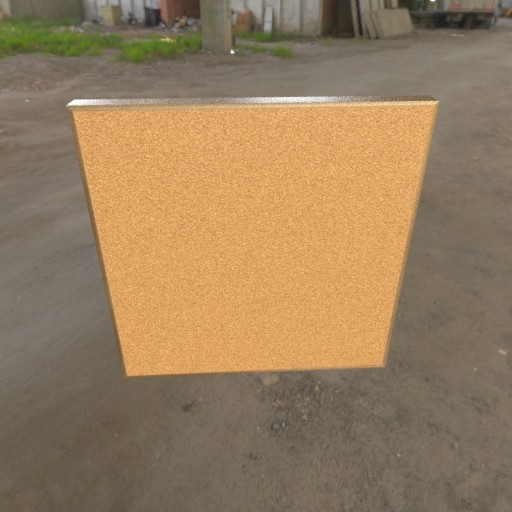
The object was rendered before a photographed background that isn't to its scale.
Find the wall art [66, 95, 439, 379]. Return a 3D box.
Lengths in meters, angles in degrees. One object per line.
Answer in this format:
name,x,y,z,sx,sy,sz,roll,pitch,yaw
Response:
wall art,0.000,0.000,0.755,0.513,0.511,0.038,-2,31,-3
